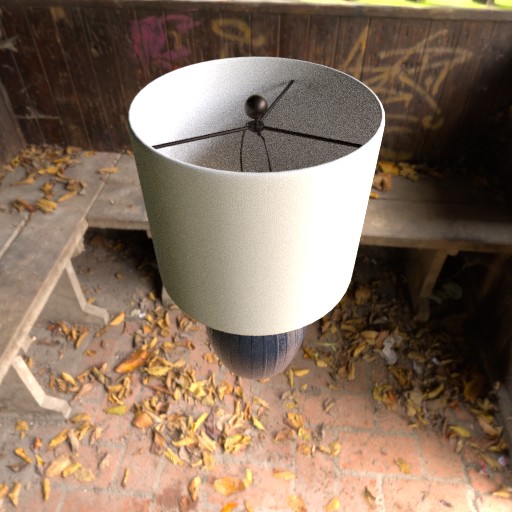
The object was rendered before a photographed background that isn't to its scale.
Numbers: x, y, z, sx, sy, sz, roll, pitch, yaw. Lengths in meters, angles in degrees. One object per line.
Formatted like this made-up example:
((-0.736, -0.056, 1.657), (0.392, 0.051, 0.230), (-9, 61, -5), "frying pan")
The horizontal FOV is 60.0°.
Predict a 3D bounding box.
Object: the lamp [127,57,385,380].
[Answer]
((0.000, 0.000, 0.764), (0.329, 0.570, 0.329), (-17, 47, -16), "lamp")
